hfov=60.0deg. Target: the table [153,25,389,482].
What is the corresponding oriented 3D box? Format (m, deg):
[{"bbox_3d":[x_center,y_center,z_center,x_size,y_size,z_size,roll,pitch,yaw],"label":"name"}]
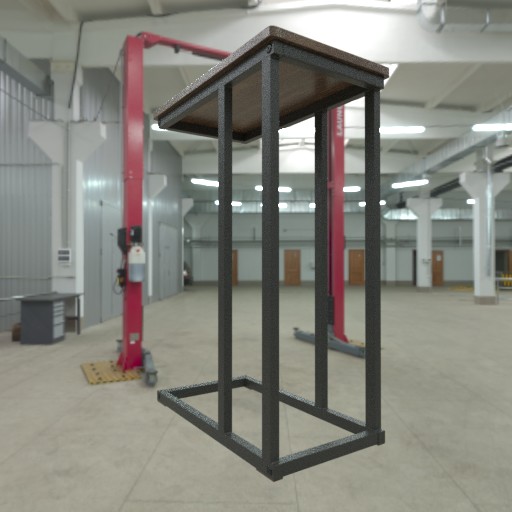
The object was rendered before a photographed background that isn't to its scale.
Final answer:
[{"bbox_3d":[0.000,0.000,0.868,0.254,0.637,0.450,0,-1,-34],"label":"table"}]
